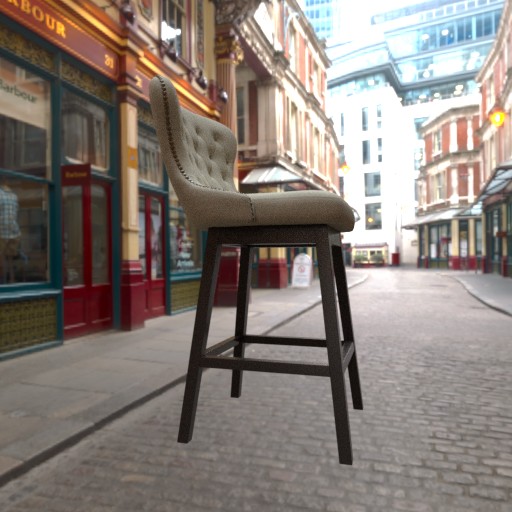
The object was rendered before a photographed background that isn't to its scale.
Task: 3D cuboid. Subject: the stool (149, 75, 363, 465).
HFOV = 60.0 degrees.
[{"bbox_3d":[0.000,0.000,1.315,0.593,0.971,0.528,0,-1,17],"label":"stool"}]
